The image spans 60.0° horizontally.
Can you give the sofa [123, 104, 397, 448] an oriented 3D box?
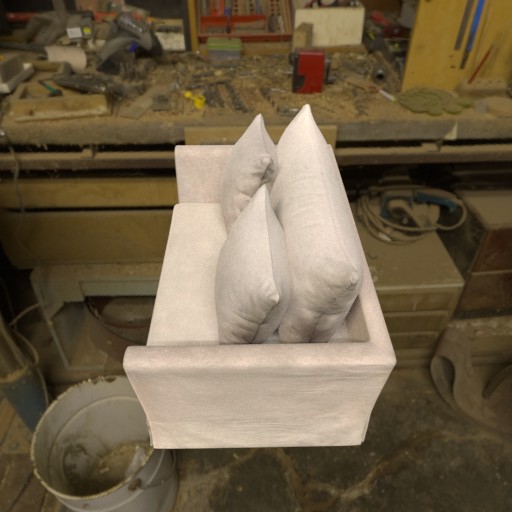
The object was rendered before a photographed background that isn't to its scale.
[{"bbox_3d":[0.000,0.000,2.279,1.035,1.040,1.608,-1,42,-1],"label":"sofa"}]
